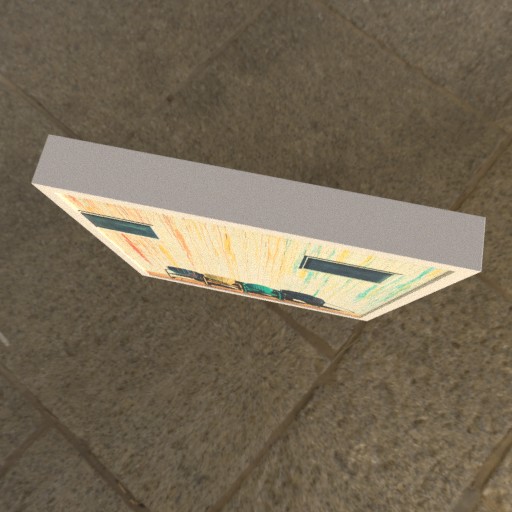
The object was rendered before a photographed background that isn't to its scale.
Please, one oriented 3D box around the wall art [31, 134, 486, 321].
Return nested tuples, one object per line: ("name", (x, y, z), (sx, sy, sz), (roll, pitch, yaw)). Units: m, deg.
("wall art", (0.000, 0.000, 0.446), (0.305, 0.305, 0.038), (11, 76, 3))
